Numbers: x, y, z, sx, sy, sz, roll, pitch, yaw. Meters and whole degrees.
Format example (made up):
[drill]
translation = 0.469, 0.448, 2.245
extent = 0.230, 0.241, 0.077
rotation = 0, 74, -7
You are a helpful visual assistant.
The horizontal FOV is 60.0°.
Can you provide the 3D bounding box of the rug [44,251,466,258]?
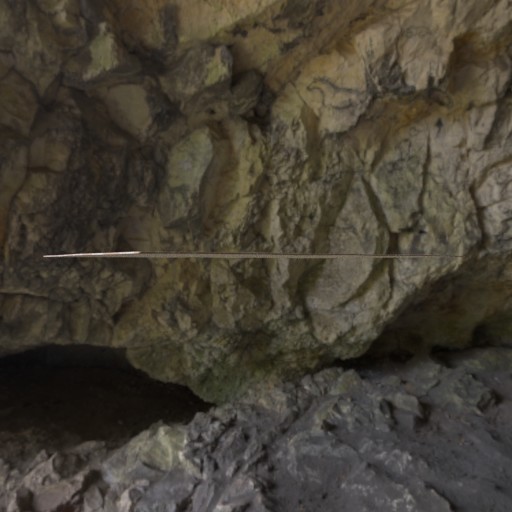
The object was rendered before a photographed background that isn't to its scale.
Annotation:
[rug]
translation = 0.000, 0.000, 4.324
extent = 3.365, 0.020, 2.452
rotation = 0, -1, -37
